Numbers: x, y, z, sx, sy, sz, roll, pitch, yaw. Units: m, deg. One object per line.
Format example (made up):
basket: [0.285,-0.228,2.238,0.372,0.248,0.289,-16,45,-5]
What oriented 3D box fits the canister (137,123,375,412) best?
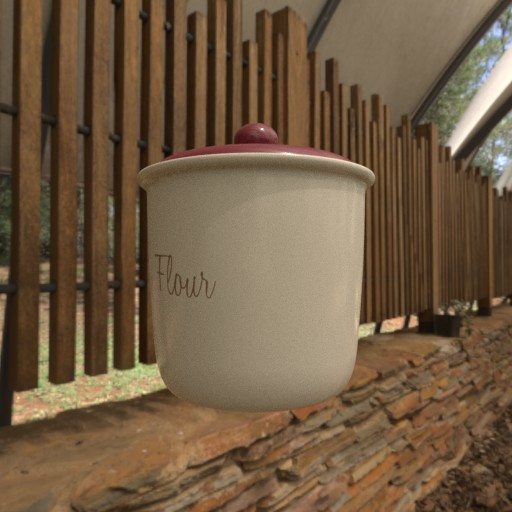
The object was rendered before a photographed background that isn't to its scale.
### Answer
canister: [0.000,0.000,0.350,0.182,0.208,0.182,0,-1,0]
